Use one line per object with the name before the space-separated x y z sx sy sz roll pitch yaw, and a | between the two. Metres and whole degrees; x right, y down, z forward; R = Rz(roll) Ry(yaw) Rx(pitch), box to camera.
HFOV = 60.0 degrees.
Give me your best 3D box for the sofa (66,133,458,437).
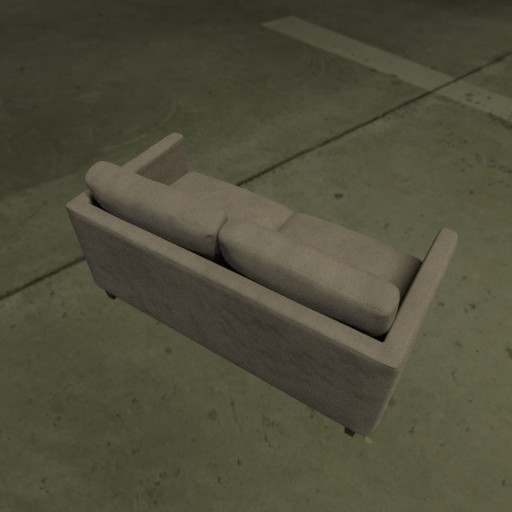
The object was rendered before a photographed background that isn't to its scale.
sofa | 0.000 0.000 2.493 1.884 0.963 0.950 24 50 22
